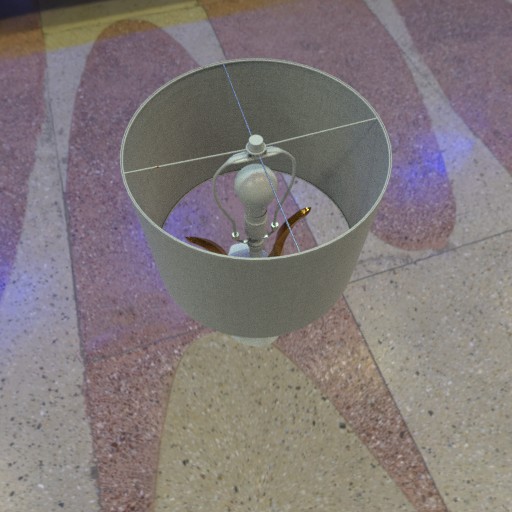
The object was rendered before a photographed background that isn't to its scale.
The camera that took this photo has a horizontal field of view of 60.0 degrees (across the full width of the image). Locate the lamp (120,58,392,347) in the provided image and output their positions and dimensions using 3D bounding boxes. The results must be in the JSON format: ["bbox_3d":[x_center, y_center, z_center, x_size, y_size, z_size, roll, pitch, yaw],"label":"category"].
[{"bbox_3d":[0.000,0.000,0.704,0.298,0.503,0.298,-14,61,-8],"label":"lamp"}]
